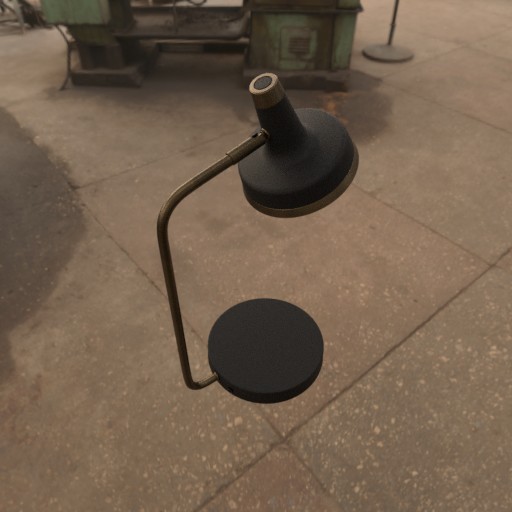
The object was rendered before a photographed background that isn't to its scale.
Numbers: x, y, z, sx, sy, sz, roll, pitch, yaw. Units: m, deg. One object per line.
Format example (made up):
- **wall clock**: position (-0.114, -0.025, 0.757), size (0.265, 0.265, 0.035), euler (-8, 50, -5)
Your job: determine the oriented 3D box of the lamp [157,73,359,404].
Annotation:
- **lamp**: position (0.000, 0.000, 0.487), size (0.218, 0.385, 0.162), euler (-27, 49, -26)
